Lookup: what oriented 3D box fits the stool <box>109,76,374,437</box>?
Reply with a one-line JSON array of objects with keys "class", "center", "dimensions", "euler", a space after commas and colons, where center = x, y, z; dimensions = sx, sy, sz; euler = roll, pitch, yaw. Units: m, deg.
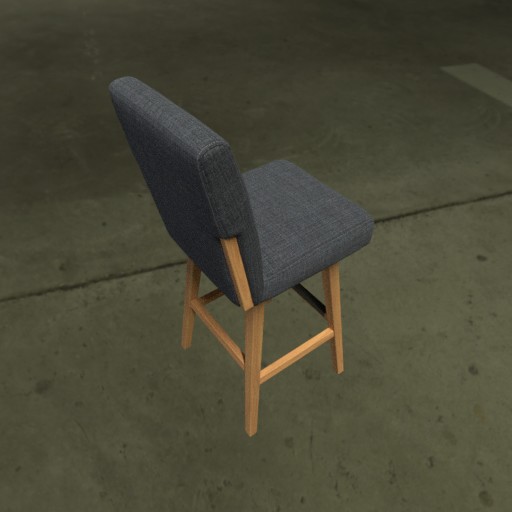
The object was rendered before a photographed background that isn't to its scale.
[{"class": "stool", "center": [0.000, 0.000, 1.388], "dimensions": [0.570, 1.112, 0.483], "euler": [-26, 48, -26]}]
